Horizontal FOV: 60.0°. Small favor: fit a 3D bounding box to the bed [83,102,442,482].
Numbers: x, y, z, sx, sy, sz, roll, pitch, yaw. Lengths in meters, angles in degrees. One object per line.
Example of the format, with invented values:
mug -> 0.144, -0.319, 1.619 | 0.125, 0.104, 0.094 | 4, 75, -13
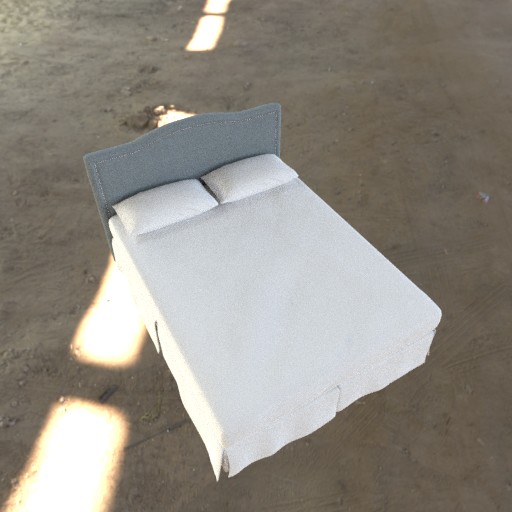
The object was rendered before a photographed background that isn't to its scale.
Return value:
bed -> 0.000, 0.000, 3.948 | 2.161, 1.457, 2.689 | -22, 50, -21
